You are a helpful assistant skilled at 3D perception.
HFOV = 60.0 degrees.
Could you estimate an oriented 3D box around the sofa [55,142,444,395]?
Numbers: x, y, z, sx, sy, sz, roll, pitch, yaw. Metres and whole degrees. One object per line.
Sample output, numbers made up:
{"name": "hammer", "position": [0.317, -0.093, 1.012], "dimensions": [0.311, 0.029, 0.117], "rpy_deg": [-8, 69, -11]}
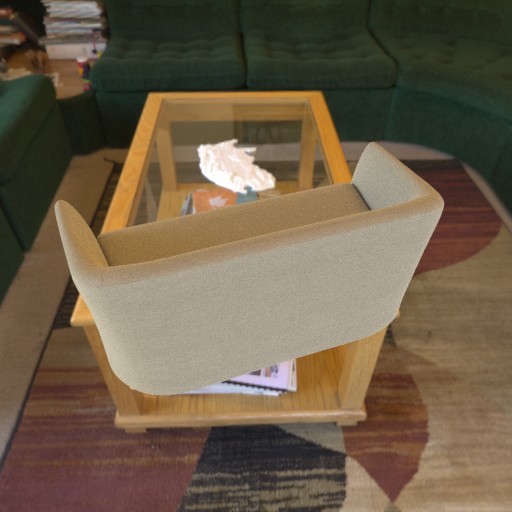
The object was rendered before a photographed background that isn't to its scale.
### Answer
{"name": "sofa", "position": [0.000, 0.000, 1.840], "dimensions": [1.452, 0.721, 0.705], "rpy_deg": [-14, 44, -14]}
